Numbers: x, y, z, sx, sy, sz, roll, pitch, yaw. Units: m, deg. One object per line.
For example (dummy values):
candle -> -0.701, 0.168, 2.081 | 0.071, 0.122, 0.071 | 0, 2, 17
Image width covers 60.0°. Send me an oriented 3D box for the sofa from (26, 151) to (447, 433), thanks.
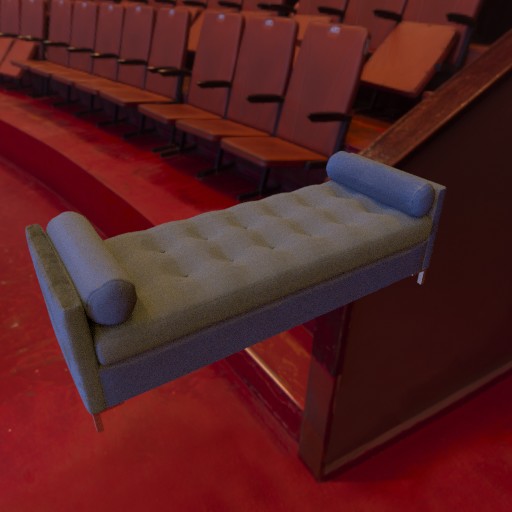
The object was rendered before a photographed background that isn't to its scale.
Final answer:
sofa -> 0.000, 0.000, 2.420 | 2.102, 0.705, 0.796 | -18, 35, -28
